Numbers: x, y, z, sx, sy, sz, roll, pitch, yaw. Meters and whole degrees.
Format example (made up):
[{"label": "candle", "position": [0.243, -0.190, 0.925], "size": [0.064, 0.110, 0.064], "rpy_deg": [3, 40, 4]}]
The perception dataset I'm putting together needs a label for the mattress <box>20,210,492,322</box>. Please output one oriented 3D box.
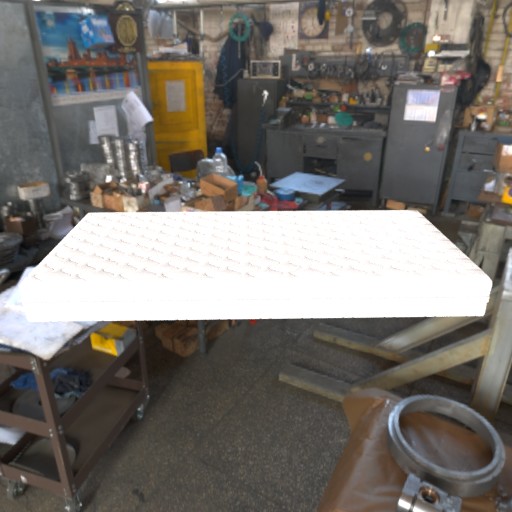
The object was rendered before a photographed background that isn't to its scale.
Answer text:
[{"label": "mattress", "position": [0.000, 0.000, 2.293], "size": [2.000, 0.200, 0.900], "rpy_deg": [-1, 25, -1]}]
